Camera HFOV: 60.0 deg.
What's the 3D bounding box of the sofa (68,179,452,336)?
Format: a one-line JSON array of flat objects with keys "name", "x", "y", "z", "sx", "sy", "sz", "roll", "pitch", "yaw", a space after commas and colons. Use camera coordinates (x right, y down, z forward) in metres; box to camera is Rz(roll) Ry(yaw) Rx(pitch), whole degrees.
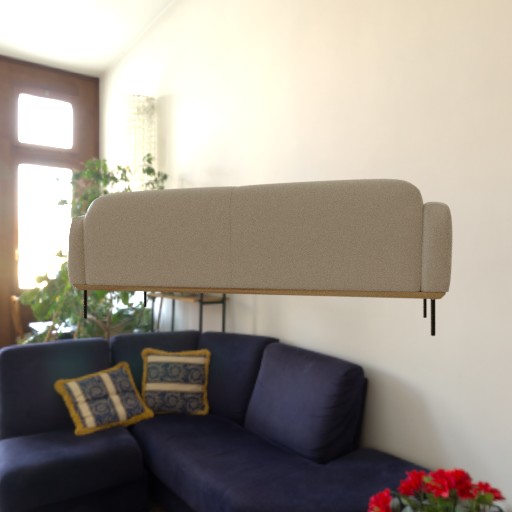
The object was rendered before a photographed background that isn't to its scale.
[{"name": "sofa", "x": 0.000, "y": 0.000, "z": 2.777, "sx": 2.257, "sy": 0.780, "sz": 0.880, "roll": 0, "pitch": 0, "yaw": 18}]
